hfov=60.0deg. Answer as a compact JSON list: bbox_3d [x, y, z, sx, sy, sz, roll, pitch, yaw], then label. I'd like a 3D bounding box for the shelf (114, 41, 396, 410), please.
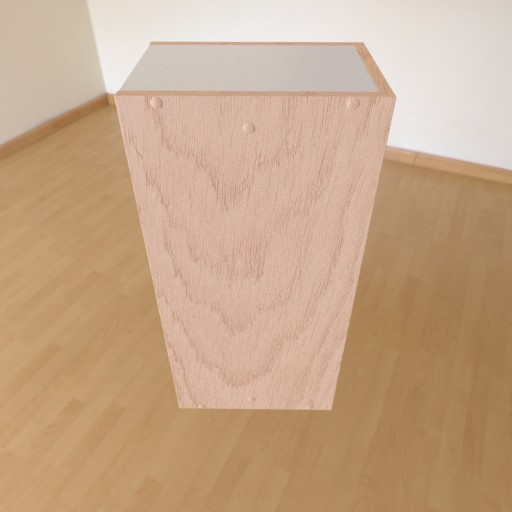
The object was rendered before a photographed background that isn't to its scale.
[{"bbox_3d":[0.000,0.000,0.725,0.290,0.600,0.200,0,41,1],"label":"shelf"}]
